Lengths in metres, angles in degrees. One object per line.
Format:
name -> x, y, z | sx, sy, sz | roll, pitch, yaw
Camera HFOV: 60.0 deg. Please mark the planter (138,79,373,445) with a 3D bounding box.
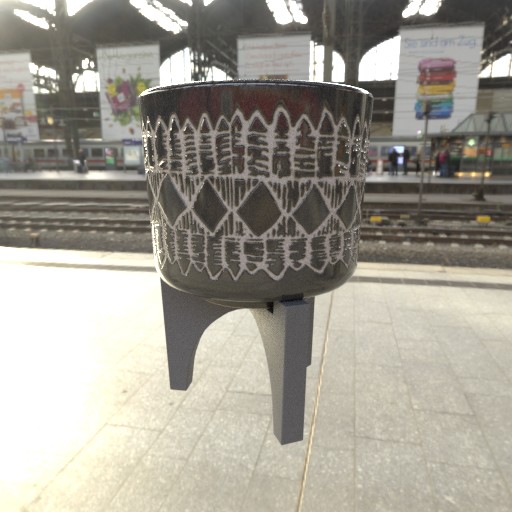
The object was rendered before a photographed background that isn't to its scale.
planter -> 0.000, 0.000, 0.525 | 0.251, 0.355, 0.251 | 2, 13, 9
